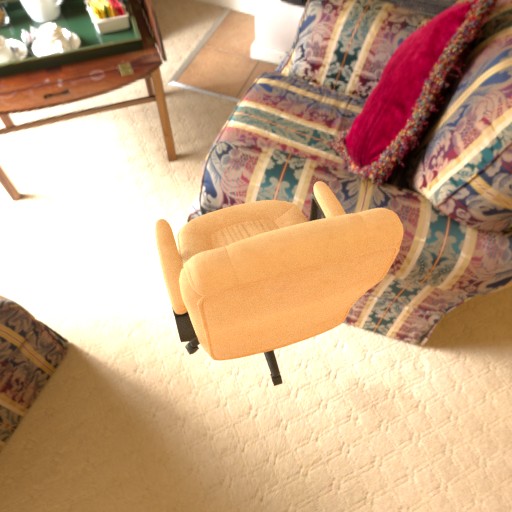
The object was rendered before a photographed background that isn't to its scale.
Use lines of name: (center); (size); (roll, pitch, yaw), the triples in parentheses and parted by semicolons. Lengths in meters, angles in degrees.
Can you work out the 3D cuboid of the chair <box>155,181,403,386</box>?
chair: (0.000, 0.000, 1.546); (0.667, 1.105, 0.724); (-15, 59, -9)
